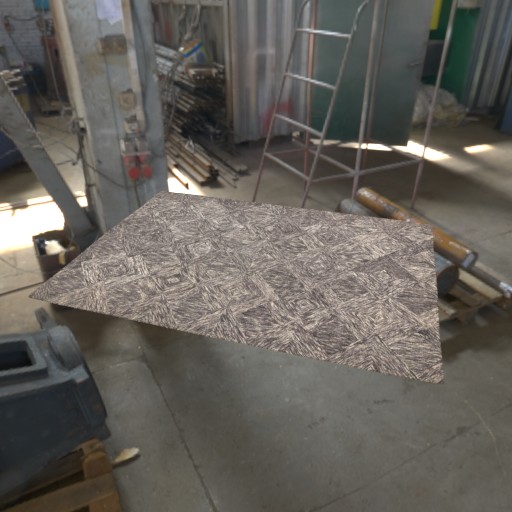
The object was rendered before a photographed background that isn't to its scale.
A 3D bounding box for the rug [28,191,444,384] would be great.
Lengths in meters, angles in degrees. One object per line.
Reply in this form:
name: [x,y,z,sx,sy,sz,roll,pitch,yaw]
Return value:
rug: [0.000,0.000,5.300,4.093,0.020,2.997,9,32,15]
